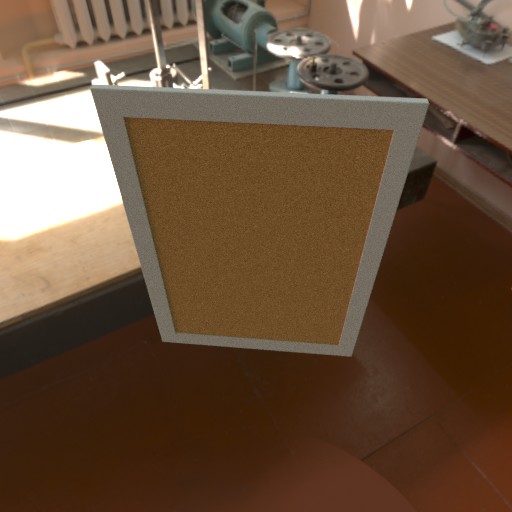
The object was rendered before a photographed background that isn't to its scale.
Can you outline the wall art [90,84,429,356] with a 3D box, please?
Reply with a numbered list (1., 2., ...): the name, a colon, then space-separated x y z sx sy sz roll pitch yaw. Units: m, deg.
1. wall art: 0.000 0.000 0.684 0.374 0.529 0.012 4 47 3
